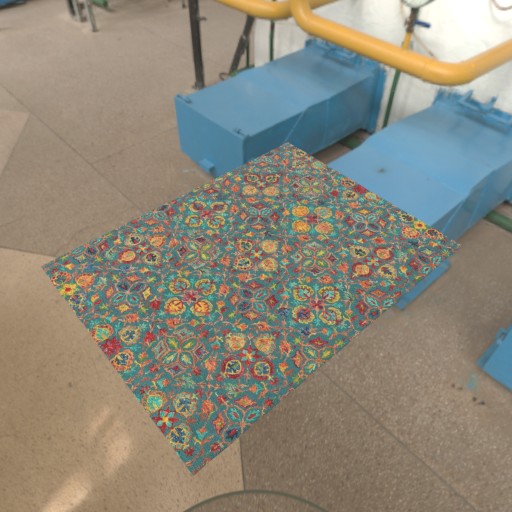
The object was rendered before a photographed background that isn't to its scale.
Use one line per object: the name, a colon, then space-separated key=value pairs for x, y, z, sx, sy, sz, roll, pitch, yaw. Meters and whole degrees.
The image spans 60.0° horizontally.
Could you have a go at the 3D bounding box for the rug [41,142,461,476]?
rug: x=0.000 y=0.000 z=4.223 sx=3.204 sy=0.025 sz=2.434 roll=-32 pitch=54 yaw=-27
